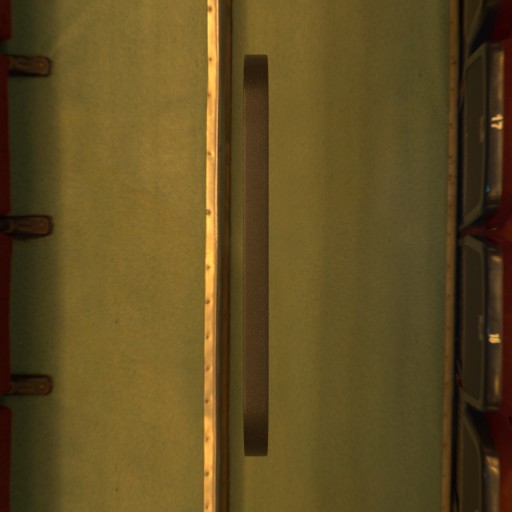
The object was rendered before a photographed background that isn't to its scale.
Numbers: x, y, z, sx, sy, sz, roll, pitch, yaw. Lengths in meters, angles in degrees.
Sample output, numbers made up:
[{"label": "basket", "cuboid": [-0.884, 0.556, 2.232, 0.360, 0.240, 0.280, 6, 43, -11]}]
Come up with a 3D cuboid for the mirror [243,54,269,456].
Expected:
[{"label": "mirror", "cuboid": [0.000, 0.000, 0.671, 0.032, 0.254, 0.584, 0, 91, 0]}]
